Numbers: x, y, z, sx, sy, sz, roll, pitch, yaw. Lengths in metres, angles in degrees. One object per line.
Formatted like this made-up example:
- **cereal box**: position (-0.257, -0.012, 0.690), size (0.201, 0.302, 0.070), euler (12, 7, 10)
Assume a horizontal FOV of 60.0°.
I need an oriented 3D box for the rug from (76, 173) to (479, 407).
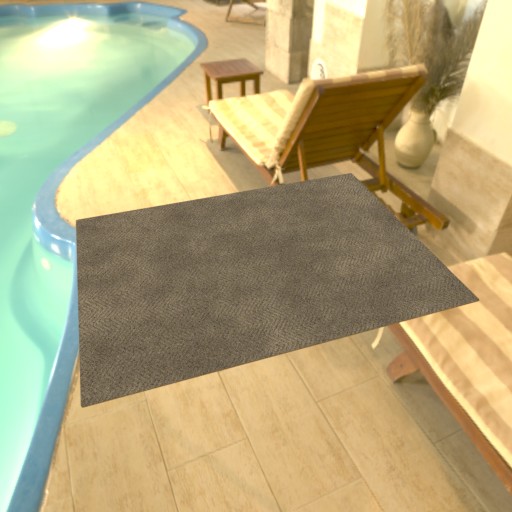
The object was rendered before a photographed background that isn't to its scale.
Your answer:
- **rug**: position (0.000, 0.000, 2.911), size (2.235, 0.008, 1.600), euler (-12, 41, -14)
